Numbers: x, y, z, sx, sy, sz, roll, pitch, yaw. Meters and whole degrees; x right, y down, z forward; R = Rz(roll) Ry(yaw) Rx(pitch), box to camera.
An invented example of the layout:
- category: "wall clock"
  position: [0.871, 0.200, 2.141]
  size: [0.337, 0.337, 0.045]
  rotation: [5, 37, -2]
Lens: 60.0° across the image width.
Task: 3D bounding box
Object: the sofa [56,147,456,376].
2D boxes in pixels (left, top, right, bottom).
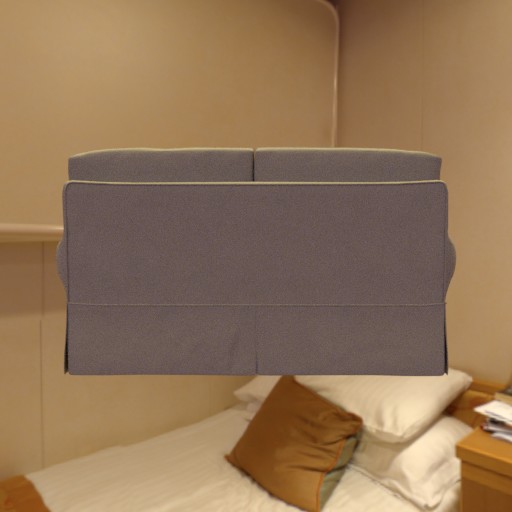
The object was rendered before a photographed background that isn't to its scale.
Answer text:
- category: "sofa"
  position: [0.000, 0.000, 2.312]
  size: [1.823, 1.024, 0.841]
  rotation: [0, 1, 0]
